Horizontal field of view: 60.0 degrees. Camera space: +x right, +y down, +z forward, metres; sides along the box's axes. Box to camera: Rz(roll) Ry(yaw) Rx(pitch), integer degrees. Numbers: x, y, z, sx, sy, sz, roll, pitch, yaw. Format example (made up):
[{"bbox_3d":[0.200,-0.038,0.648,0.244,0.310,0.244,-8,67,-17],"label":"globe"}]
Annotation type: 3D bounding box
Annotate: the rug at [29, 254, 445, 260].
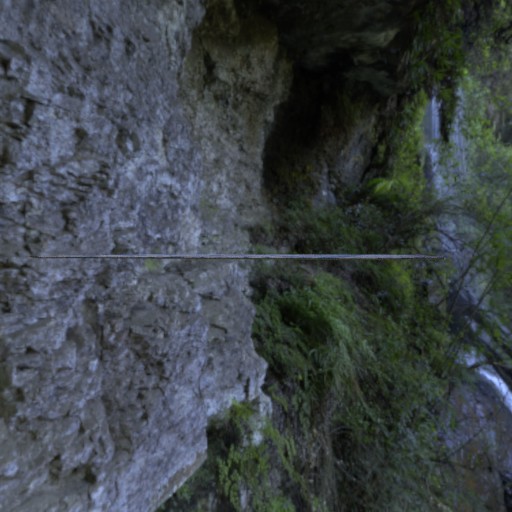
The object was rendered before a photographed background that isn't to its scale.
[{"bbox_3d":[0.000,0.000,4.379,3.228,0.024,2.443,0,1,17],"label":"rug"}]
